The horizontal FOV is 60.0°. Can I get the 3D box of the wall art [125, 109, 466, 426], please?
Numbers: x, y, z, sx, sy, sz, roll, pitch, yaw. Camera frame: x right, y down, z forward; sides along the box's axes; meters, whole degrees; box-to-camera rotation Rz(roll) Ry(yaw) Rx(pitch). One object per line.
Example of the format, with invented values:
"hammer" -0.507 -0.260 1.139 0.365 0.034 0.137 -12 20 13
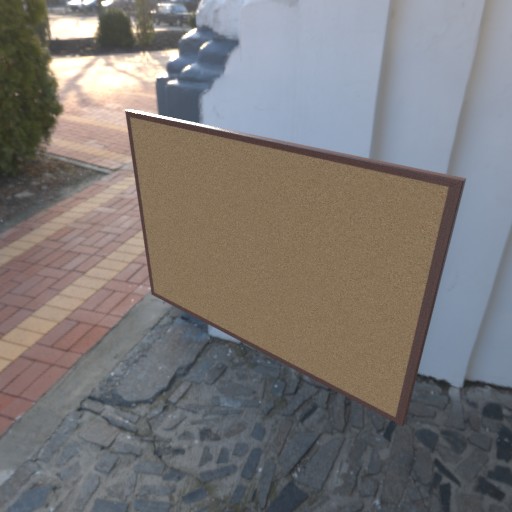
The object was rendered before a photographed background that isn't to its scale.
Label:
"wall art" 0.000 0.000 0.843 0.660 0.455 0.014 21 36 32
